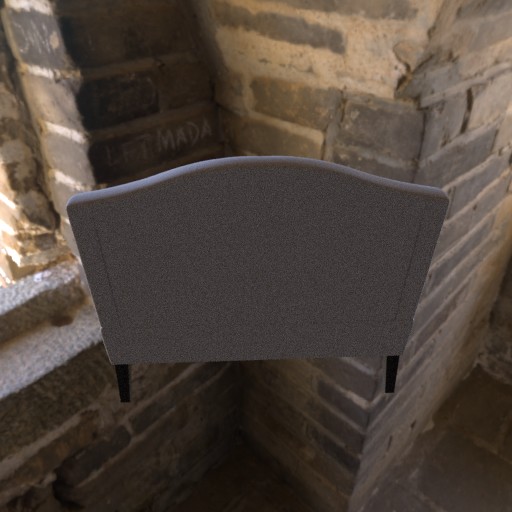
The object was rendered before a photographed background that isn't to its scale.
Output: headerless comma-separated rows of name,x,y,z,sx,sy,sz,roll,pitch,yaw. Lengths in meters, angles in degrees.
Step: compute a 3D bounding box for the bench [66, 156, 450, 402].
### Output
bench,0.000,0.000,2.068,1.335,1.180,0.815,-1,31,-2
